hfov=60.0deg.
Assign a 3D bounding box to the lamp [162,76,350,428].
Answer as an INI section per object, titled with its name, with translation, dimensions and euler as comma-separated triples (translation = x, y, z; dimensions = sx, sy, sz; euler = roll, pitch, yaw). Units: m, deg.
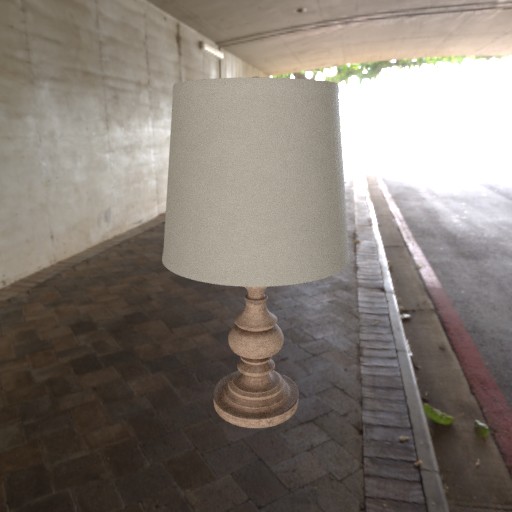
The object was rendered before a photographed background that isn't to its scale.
[lamp]
translation = 0.000, 0.000, 0.658
dimensions = 0.273, 0.497, 0.273
euler = 0, 16, 0
